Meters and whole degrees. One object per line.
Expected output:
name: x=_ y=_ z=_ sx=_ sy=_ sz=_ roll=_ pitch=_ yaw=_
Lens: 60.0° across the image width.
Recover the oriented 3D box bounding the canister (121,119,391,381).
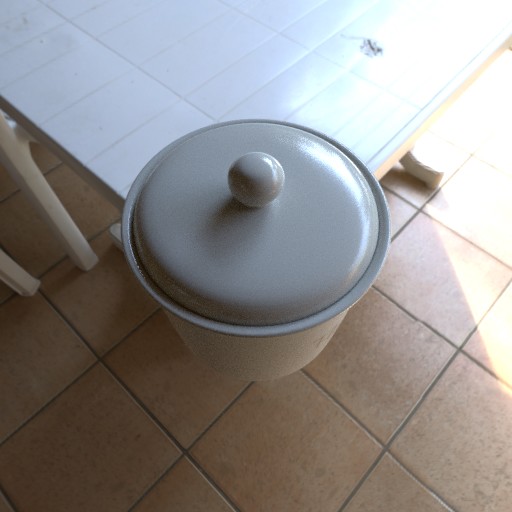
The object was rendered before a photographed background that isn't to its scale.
canister: x=0.000 y=0.000 z=0.350 sx=0.182 sy=0.208 sz=0.182 roll=0 pitch=58 yaw=0
